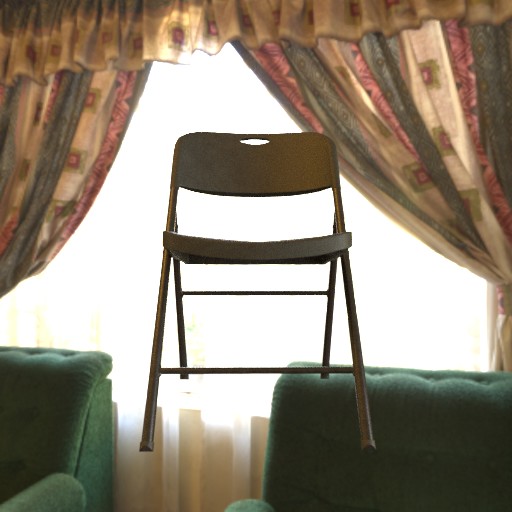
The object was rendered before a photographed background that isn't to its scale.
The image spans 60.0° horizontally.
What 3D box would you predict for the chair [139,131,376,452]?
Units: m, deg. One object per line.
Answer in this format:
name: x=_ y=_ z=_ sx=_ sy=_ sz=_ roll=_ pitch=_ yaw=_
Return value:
chair: x=0.000 y=0.000 z=1.195 sx=0.494 sy=0.810 sz=0.566 roll=0 pitch=0 yaw=-1
